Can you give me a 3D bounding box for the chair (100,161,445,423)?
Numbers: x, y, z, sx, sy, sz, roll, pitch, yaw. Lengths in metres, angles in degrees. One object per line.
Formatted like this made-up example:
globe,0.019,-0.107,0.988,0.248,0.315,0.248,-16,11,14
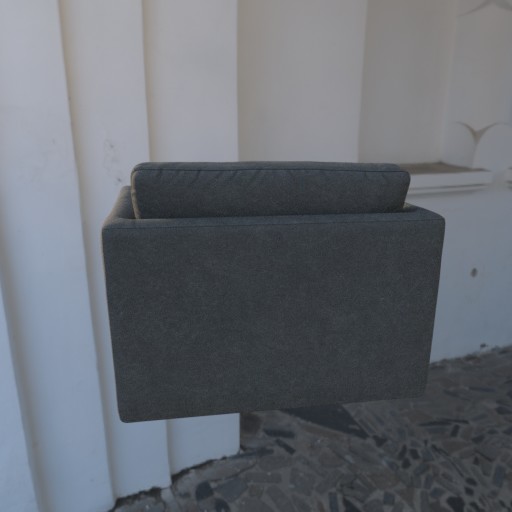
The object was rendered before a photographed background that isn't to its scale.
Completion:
chair,0.000,0.000,1.860,1.190,0.845,1.091,-2,15,-8
